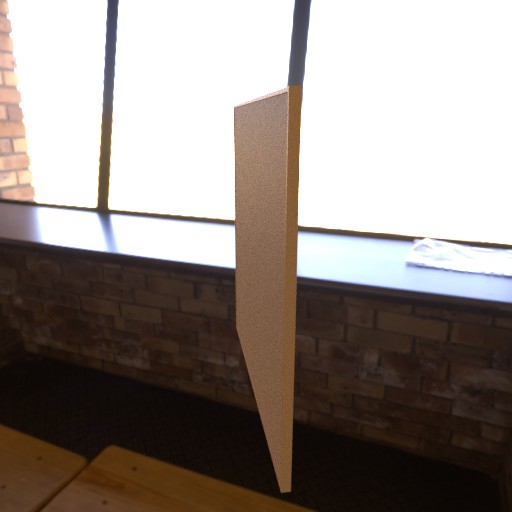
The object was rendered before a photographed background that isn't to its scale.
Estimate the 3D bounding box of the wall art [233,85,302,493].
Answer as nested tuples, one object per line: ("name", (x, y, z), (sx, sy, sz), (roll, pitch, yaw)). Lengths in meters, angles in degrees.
("wall art", (0.000, 0.000, 0.681), (0.013, 0.455, 0.457), (-3, 17, -9))
